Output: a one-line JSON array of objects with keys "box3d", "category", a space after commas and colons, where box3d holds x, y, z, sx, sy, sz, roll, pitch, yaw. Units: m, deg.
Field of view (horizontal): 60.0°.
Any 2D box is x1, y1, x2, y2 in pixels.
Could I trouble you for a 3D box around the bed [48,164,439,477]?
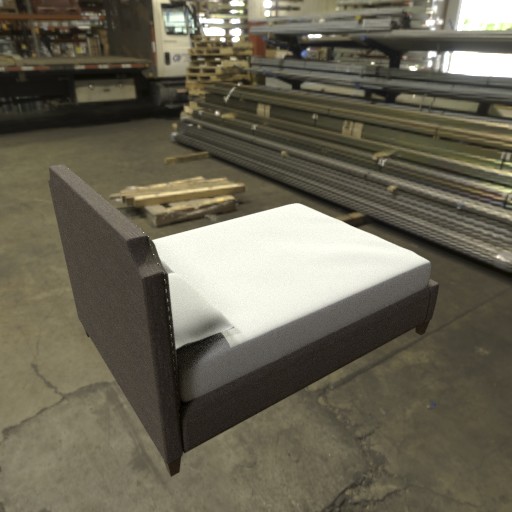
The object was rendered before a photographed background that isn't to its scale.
[{"box3d": [0.000, 0.000, 3.375, 2.381, 1.457, 1.713, -18, 32, -31], "category": "bed"}]
